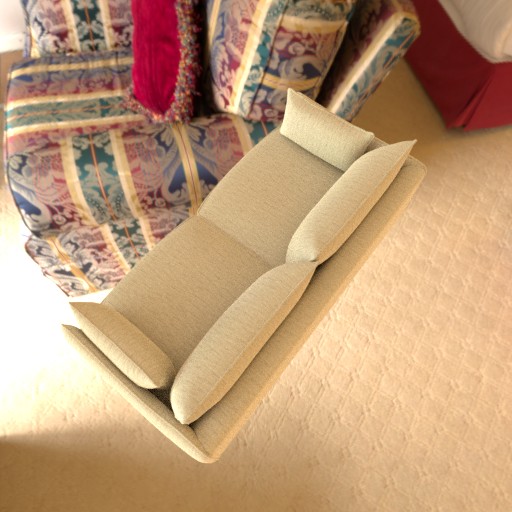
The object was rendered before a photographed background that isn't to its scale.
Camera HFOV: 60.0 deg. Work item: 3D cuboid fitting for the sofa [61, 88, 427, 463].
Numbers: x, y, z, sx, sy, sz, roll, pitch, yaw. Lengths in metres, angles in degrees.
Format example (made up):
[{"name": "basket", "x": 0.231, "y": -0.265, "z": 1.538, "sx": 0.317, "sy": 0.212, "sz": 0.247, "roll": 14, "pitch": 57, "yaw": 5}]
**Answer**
[{"name": "sofa", "x": 0.000, "y": 0.000, "z": 2.489, "sx": 0.991, "sy": 0.860, "sz": 1.989, "roll": 35, "pitch": 69, "yaw": 16}]
